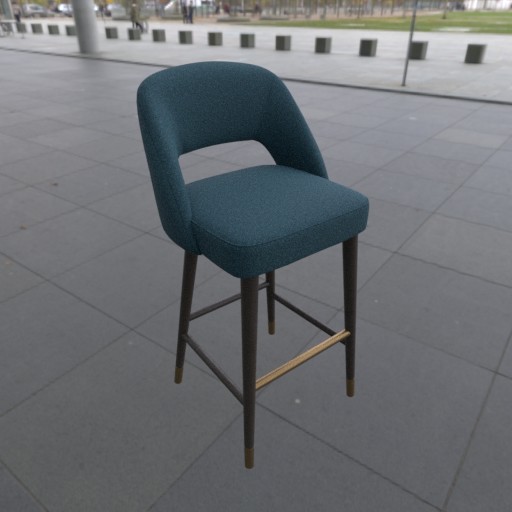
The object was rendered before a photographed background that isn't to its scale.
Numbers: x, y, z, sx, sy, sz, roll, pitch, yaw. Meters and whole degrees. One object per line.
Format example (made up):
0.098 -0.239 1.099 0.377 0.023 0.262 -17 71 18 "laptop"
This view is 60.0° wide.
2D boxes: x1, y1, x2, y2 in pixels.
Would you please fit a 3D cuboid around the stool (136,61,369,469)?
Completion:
0.000 0.000 1.326 0.536 1.032 0.522 -21 36 -32 "stool"
